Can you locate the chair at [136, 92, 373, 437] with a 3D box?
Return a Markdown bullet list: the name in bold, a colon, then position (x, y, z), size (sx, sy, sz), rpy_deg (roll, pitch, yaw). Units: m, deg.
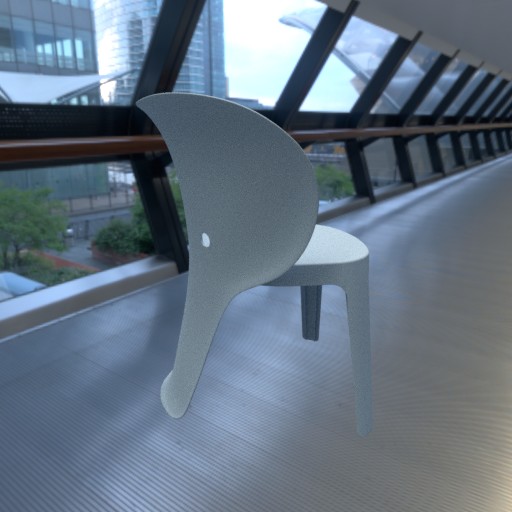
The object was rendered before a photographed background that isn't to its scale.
- **chair**: position (0.000, 0.000, 0.841), size (0.402, 0.554, 0.451), rpy_deg (-2, 16, -8)
